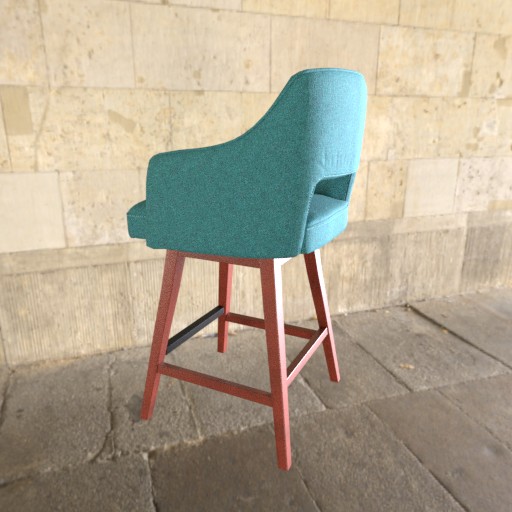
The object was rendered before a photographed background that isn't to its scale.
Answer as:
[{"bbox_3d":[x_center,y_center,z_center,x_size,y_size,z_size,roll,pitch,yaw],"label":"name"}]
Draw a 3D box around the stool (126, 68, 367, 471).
[{"bbox_3d":[0.000,0.000,1.276,0.556,0.961,0.548,8,19,25],"label":"stool"}]
